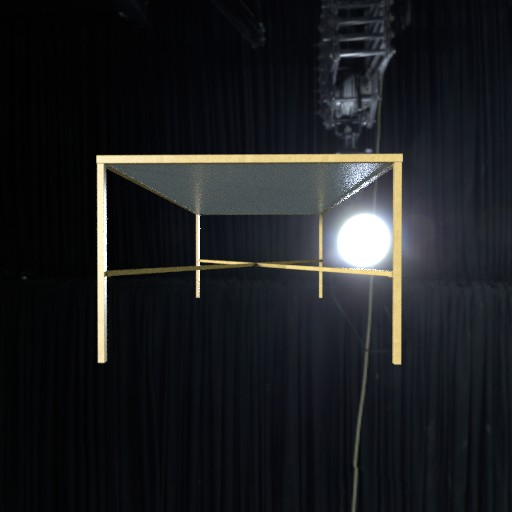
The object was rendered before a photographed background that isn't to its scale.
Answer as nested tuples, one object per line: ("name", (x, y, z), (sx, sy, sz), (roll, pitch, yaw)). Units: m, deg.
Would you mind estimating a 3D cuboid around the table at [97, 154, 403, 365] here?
("table", (0.000, 0.000, 1.445), (0.580, 0.398, 1.206), (0, 1, 1))
